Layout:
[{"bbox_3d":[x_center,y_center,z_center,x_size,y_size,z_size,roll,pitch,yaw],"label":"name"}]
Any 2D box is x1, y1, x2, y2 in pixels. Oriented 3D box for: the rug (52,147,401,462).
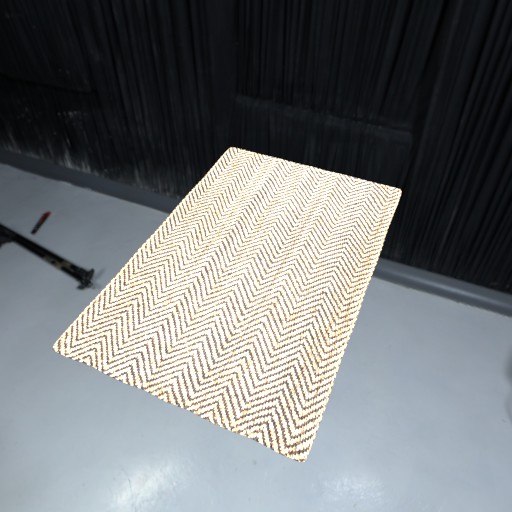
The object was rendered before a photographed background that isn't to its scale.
[{"bbox_3d":[0.000,0.000,2.405,1.219,0.008,1.828,18,49,17],"label":"rug"}]
